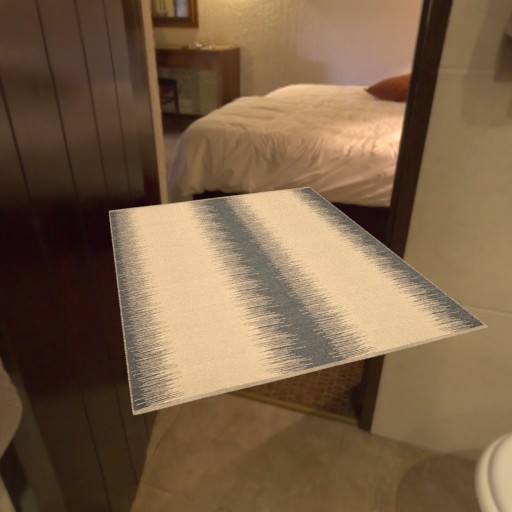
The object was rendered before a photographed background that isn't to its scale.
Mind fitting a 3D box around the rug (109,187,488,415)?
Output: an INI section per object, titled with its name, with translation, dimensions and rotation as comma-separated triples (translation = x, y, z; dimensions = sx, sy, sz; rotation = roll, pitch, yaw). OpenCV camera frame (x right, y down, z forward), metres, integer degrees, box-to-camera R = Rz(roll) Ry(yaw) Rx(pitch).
[rug]
translation = 0.000, 0.000, 4.042
dimensions = 2.453, 0.004, 3.037
rotation = -9, 30, -16
